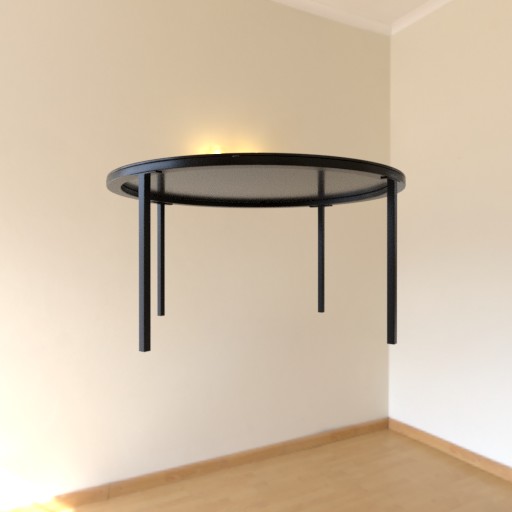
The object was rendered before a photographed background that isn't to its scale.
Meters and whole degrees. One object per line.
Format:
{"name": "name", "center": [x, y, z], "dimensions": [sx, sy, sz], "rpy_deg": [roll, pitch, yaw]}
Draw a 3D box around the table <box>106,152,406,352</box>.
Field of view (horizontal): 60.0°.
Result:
{"name": "table", "center": [0.000, 0.000, 1.249], "dimensions": [0.800, 0.400, 0.800], "rpy_deg": [0, 0, 0]}
